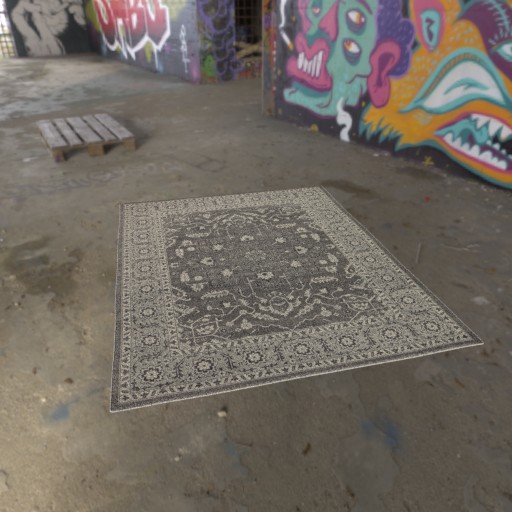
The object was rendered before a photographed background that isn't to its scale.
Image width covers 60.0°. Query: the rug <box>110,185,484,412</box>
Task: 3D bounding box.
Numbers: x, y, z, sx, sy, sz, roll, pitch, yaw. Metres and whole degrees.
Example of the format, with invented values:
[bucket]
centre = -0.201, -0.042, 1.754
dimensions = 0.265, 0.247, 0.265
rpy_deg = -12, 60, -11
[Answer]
[rug]
centre = 0.000, 0.000, 4.036
dimensions = 2.451, 0.026, 3.069
rpy_deg = -7, 31, -12
